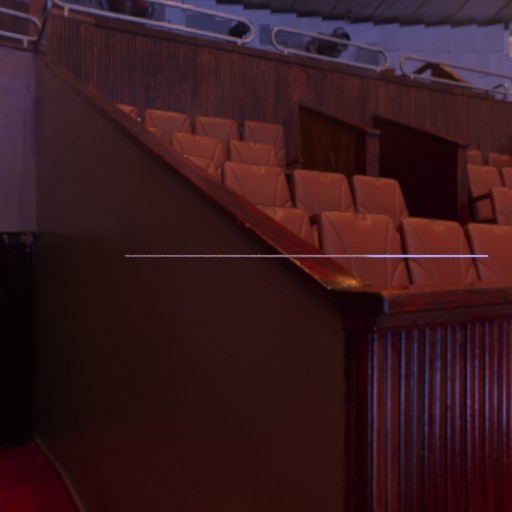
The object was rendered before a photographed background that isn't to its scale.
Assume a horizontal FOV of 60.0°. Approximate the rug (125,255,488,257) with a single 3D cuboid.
[{"bbox_3d":[0.000,0.000,2.705,0.806,0.006,2.431,0,0,-36],"label":"rug"}]
